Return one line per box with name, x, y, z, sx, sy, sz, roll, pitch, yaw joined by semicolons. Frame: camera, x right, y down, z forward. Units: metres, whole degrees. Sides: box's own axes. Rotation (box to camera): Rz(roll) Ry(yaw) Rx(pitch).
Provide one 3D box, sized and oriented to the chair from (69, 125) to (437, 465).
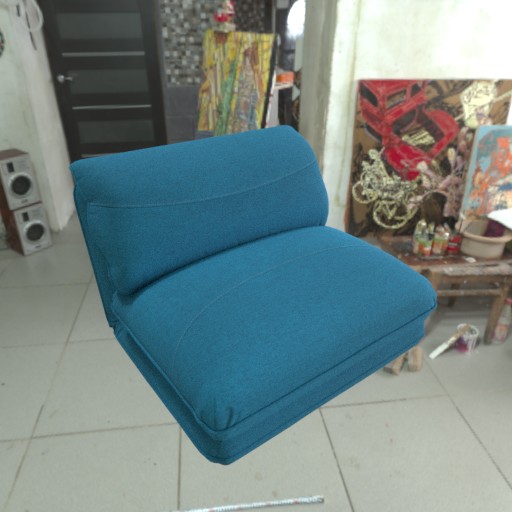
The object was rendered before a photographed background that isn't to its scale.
chair;0.000;0.000;1.315;0.820;0.580;0.780;-20;34;-32
